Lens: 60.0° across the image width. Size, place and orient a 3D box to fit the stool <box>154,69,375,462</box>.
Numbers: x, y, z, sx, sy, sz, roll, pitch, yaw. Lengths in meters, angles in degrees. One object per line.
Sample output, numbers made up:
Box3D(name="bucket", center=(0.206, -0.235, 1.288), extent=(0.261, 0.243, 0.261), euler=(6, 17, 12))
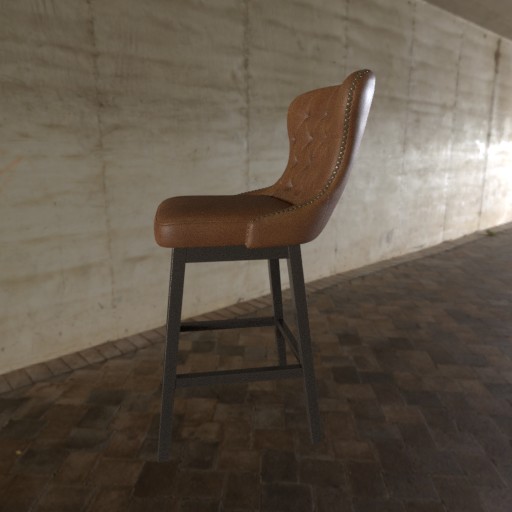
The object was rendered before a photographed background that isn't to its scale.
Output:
Box3D(name="stool", center=(0.000, 0.000, 1.283), extent=(0.593, 0.971, 0.528), euler=(-2, 14, -10))
